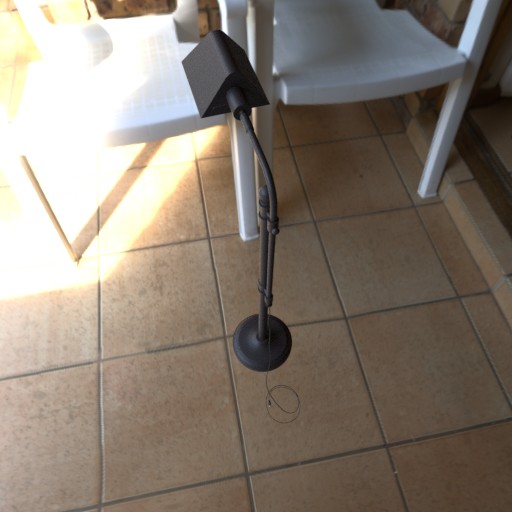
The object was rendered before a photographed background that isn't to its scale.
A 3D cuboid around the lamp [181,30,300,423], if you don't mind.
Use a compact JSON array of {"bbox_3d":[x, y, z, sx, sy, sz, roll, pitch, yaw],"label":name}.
[{"bbox_3d":[0.000,0.000,0.918,0.159,0.708,0.545,-14,59,-9],"label":"lamp"}]
